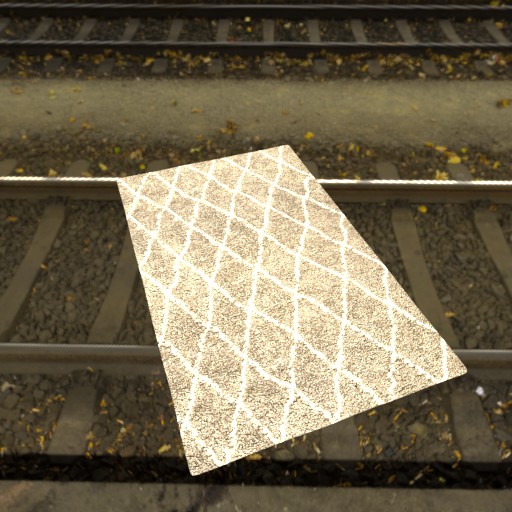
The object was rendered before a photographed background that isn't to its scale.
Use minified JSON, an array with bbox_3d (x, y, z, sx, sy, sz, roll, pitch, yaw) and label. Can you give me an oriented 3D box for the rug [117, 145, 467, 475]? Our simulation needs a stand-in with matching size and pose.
[{"bbox_3d":[0.000,0.000,2.994,1.524,0.030,2.438,-15,47,-14],"label":"rug"}]
